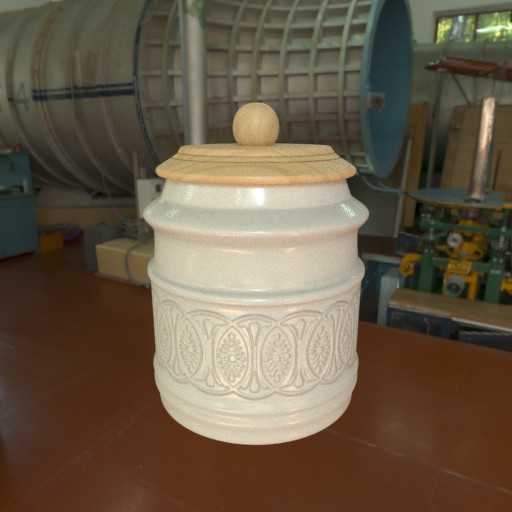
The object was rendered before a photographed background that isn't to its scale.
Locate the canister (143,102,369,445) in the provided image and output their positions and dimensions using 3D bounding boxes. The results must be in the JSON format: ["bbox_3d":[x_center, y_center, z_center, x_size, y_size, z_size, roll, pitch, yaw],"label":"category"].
[{"bbox_3d":[0.000,0.000,0.270,0.130,0.176,0.130,0,16,0],"label":"canister"}]
